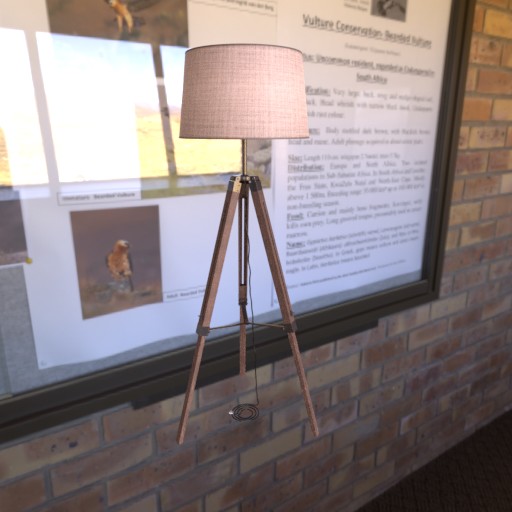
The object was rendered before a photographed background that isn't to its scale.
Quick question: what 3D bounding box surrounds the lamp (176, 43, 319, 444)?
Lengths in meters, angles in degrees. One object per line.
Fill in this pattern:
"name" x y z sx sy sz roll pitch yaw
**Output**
"lamp" 0.000 0.000 1.797 0.587 1.510 0.604 7 18 23
